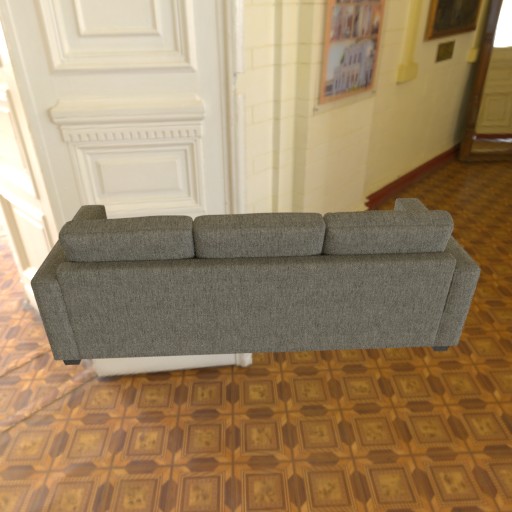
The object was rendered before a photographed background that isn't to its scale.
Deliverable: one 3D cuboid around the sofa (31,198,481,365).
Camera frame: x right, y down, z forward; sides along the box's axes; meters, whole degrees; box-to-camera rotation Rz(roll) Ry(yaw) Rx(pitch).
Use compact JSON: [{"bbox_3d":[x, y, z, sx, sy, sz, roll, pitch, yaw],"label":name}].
[{"bbox_3d":[0.000,0.000,2.550,2.160,0.800,0.900,-2,31,-3],"label":"sofa"}]
